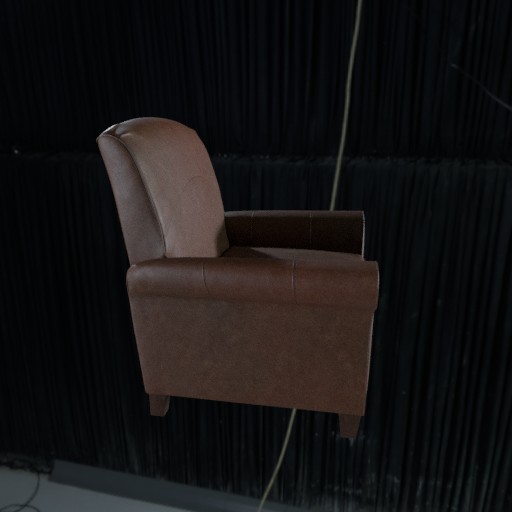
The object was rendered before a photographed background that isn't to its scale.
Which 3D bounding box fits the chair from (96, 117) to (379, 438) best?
[{"bbox_3d":[0.000,0.000,1.774,0.902,1.061,0.978,3,16,10],"label":"chair"}]
